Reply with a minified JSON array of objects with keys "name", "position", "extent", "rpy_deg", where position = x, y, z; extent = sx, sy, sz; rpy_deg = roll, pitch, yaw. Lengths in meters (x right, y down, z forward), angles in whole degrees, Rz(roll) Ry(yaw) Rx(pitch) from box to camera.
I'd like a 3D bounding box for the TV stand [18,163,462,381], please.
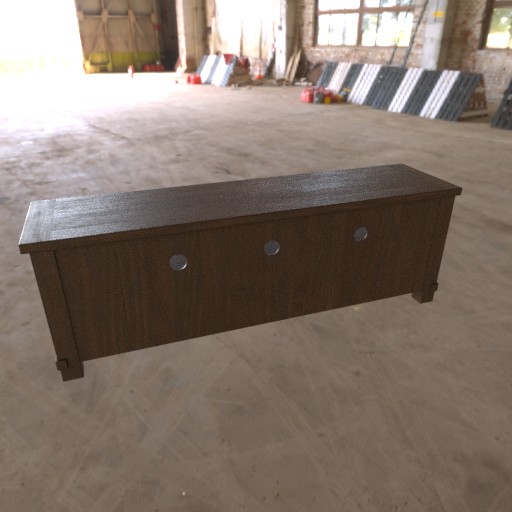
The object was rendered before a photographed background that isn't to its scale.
[{"name":"TV stand","position":[0.000,0.000,2.103],"extent":[1.866,0.615,0.471],"rpy_deg":[-9,28,-17]}]
